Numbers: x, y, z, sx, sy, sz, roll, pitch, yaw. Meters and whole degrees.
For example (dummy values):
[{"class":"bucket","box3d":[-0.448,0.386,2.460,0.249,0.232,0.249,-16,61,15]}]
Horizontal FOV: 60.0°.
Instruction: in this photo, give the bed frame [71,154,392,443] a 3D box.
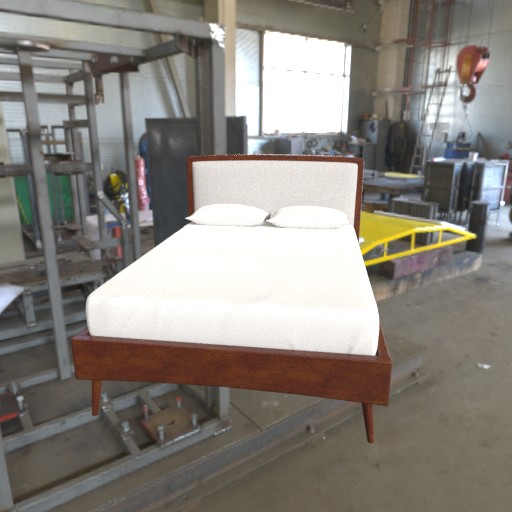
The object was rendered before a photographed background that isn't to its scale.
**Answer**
[{"class":"bed frame","box3d":[0.000,0.000,3.133,1.587,1.279,2.171,2,16,8]}]
